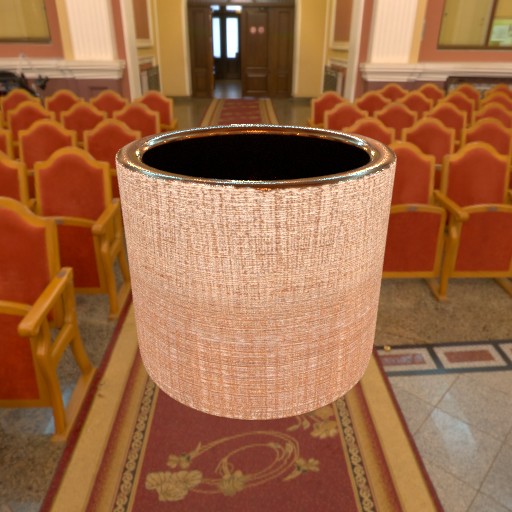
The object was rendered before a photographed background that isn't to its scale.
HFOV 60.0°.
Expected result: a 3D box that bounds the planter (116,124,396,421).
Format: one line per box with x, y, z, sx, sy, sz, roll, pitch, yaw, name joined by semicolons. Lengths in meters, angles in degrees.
0.000;0.000;0.319;0.177;0.157;0.177;0;26;0;planter
